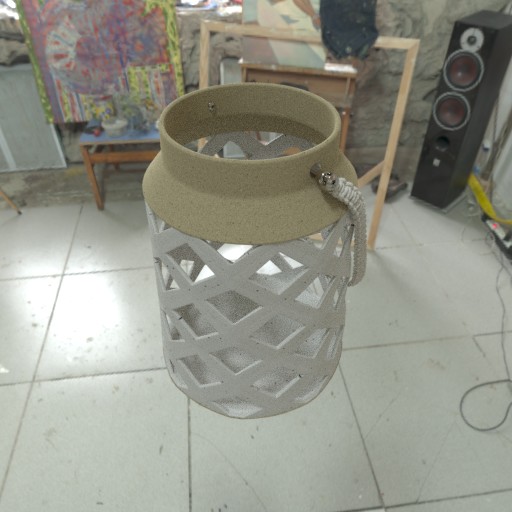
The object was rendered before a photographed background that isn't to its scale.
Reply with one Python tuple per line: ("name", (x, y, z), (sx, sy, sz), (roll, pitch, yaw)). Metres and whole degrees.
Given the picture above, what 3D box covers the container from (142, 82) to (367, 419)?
("container", (0.000, 0.000, 0.343), (0.172, 0.229, 0.163), (-26, 48, -26))
